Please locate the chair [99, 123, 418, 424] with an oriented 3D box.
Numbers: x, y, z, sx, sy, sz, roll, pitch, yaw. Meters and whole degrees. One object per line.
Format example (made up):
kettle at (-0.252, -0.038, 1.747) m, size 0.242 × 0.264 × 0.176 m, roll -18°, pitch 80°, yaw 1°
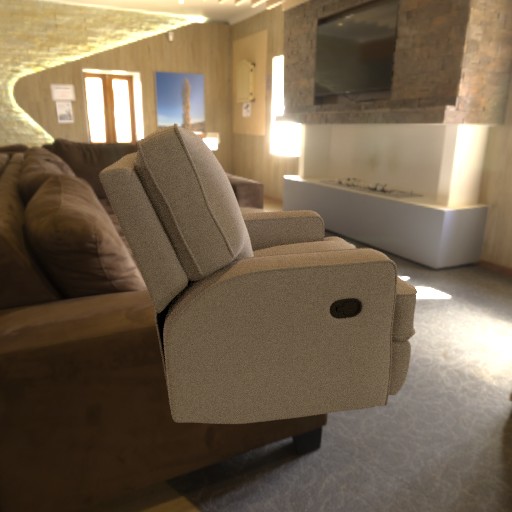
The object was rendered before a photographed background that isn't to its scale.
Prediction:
chair at (0.000, 0.000, 1.685) m, size 0.969 × 0.964 × 0.861 m, roll -3°, pitch 17°, yaw -10°
